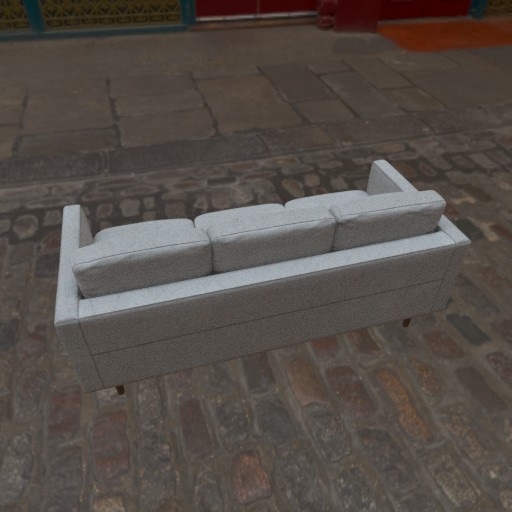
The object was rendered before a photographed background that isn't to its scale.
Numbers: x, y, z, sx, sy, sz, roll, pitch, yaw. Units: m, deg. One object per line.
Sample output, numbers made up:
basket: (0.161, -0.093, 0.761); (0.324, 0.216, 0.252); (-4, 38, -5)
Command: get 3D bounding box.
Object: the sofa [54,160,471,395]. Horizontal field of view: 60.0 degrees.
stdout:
sofa: (0.000, 0.000, 2.517); (1.983, 0.918, 0.944); (-10, 42, -12)
